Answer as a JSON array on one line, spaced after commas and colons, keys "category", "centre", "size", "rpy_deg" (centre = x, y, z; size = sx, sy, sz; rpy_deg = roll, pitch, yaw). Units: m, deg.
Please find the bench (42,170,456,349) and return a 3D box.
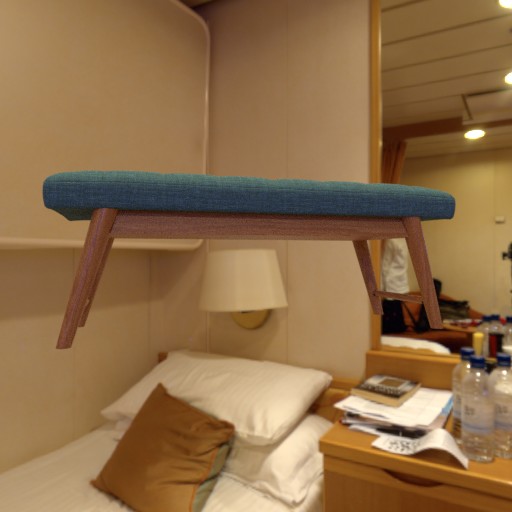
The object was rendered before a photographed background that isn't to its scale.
[{"category": "bench", "centre": [0.000, 0.000, 1.344], "size": [1.118, 0.432, 0.406], "rpy_deg": [0, 0, -16]}]
